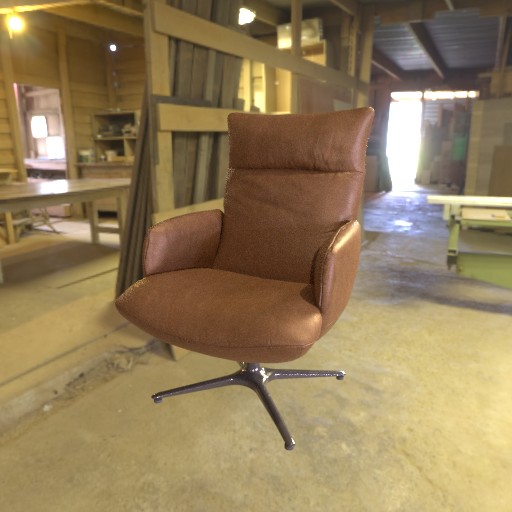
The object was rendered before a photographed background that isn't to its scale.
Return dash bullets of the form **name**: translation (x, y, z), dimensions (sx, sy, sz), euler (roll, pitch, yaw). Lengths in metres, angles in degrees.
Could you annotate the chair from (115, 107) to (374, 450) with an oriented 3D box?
- **chair**: translation (0.000, 0.000, 1.568), dimensions (0.711, 1.027, 0.794), euler (8, 16, 28)
